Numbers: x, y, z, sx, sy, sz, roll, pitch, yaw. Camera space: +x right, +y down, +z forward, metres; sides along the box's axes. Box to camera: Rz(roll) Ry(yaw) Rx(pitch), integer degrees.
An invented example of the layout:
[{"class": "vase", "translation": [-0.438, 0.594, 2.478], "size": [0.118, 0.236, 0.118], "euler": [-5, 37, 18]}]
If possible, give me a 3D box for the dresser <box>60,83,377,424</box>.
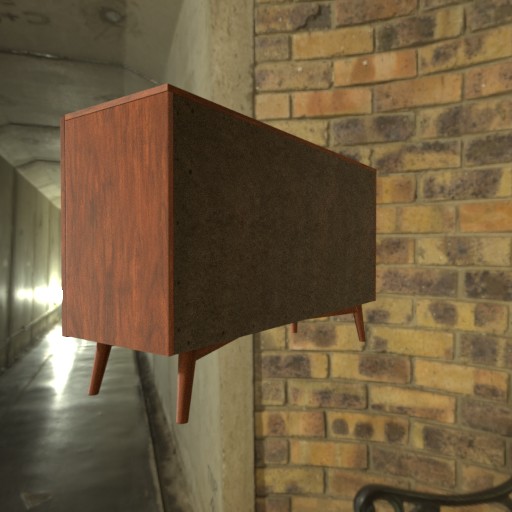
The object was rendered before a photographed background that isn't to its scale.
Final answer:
[{"class": "dresser", "translation": [0.000, 0.000, 1.862], "size": [0.500, 0.889, 1.472], "euler": [1, 1, 35]}]
